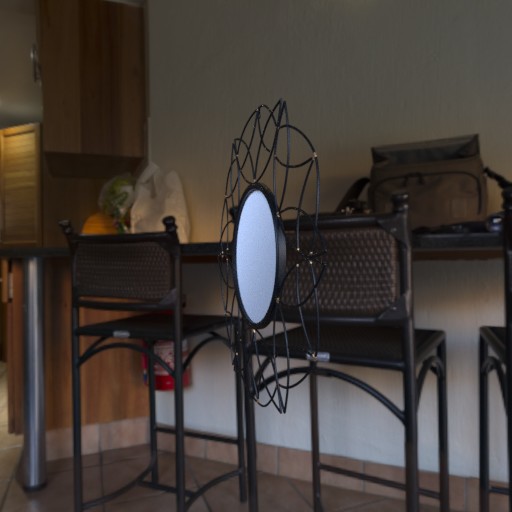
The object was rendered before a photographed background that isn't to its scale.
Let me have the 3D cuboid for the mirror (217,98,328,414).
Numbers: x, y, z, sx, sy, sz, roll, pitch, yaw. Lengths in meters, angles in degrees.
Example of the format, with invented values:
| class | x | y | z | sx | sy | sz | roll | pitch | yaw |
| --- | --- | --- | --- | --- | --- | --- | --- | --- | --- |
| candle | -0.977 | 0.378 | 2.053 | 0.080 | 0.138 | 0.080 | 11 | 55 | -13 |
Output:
| class | x | y | z | sx | sy | sz | roll | pitch | yaw |
| --- | --- | --- | --- | --- | --- | --- | --- | --- | --- |
| mirror | 0.000 | 0.000 | 1.157 | 0.028 | 0.775 | 0.797 | 0 | 0 | -19 |
